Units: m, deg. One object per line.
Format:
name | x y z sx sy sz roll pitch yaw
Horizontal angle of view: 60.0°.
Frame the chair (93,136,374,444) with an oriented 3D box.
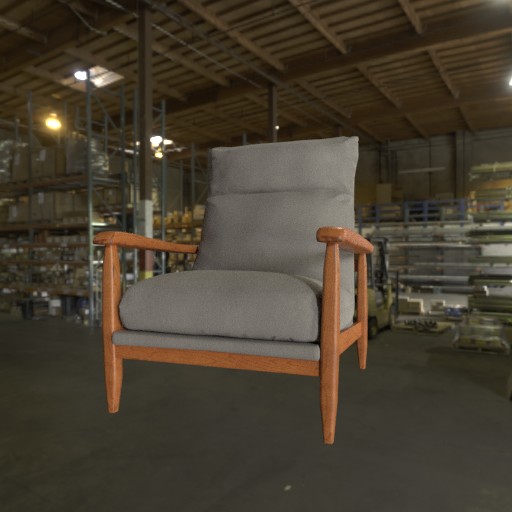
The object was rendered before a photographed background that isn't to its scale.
chair | 0.000 0.000 1.548 0.782 0.922 0.816 0 0 20
